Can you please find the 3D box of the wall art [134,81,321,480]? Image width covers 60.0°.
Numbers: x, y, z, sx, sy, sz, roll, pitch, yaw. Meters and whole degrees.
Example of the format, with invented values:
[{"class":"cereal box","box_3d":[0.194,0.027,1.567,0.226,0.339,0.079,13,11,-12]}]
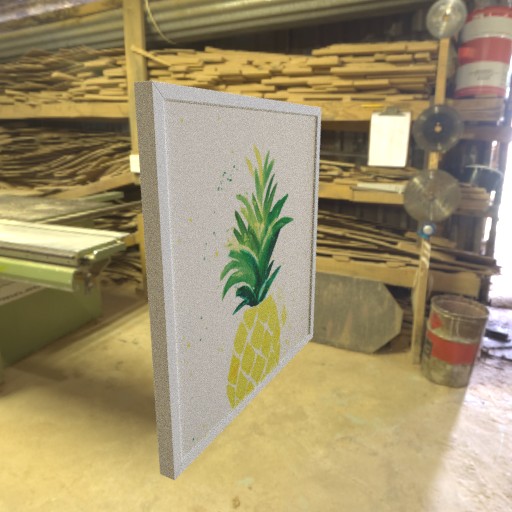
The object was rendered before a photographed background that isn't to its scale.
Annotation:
[{"class":"wall art","box_3d":[0.000,0.000,1.135,0.038,0.761,0.763,8,17,28]}]
